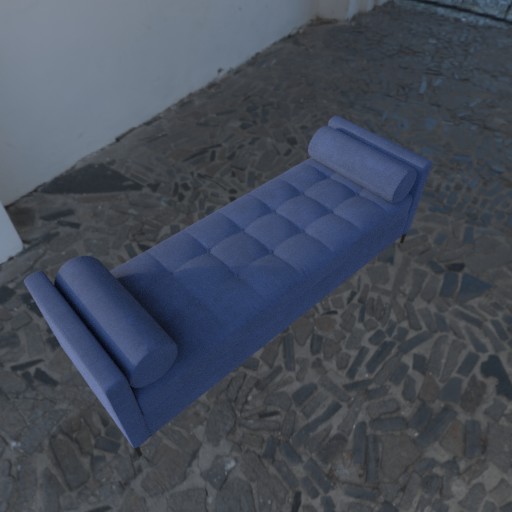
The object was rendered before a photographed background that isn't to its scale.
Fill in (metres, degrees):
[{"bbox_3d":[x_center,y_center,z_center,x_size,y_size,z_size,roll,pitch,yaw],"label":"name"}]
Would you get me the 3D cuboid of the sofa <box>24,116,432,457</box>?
[{"bbox_3d":[0.000,0.000,2.319,1.981,0.635,0.686,-33,55,-28],"label":"sofa"}]
